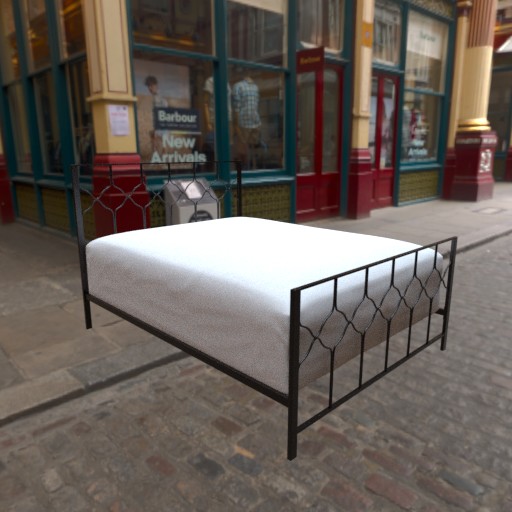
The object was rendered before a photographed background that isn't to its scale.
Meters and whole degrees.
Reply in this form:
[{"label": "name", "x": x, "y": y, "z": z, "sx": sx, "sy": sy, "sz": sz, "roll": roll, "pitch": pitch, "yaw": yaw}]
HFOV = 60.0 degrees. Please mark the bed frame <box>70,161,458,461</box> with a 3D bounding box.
[{"label": "bed frame", "x": 0.000, "y": 0.000, "z": 3.051, "sx": 1.597, "sy": 1.222, "sz": 2.063, "roll": -13, "pitch": 19, "yaw": -43}]
